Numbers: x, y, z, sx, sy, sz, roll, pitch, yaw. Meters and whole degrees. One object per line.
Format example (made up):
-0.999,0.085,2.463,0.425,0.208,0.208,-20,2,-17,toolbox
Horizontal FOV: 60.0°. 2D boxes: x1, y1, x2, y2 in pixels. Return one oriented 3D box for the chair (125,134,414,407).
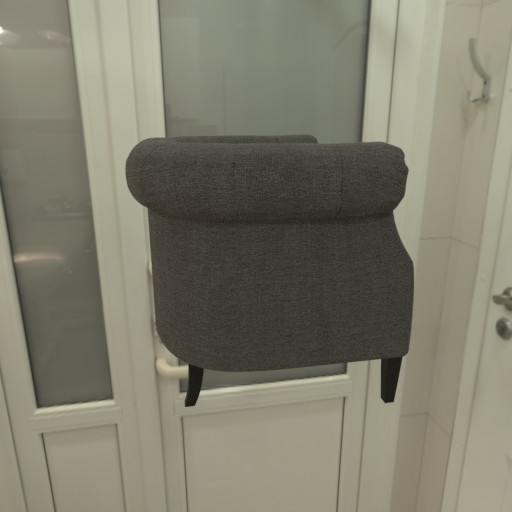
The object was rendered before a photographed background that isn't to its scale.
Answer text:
0.000,0.000,1.593,0.852,0.827,0.905,-3,17,-10,chair
